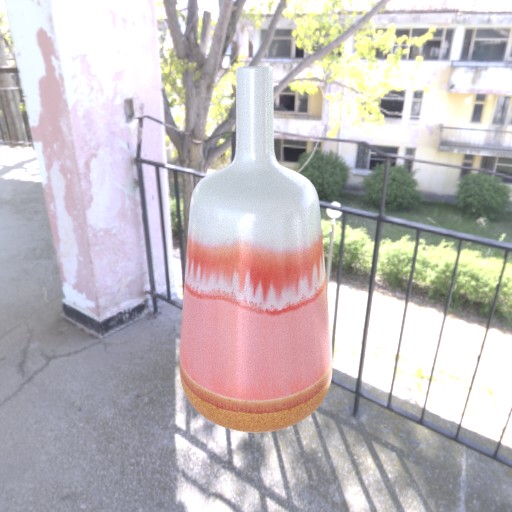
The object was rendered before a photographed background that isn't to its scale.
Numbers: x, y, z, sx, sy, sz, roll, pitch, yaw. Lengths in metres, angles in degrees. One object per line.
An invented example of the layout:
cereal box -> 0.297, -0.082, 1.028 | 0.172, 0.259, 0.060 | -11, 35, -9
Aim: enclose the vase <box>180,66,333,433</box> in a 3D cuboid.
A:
vase -> 0.000, 0.000, 0.377 | 0.144, 0.296, 0.144 | 0, 25, 0
